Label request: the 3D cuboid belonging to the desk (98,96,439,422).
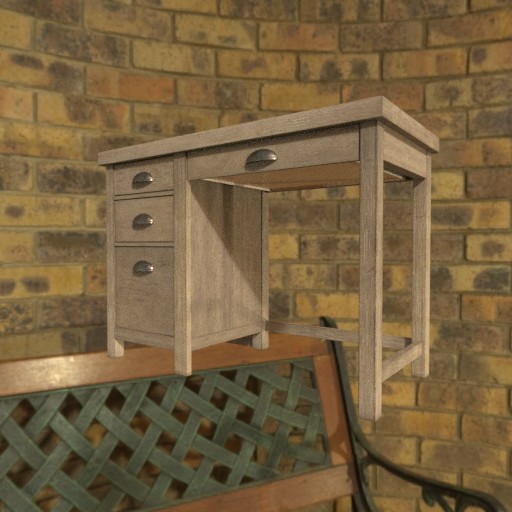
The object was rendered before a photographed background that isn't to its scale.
[{"bbox_3d":[0.000,0.000,1.838,1.289,0.912,0.610,1,2,36],"label":"desk"}]
